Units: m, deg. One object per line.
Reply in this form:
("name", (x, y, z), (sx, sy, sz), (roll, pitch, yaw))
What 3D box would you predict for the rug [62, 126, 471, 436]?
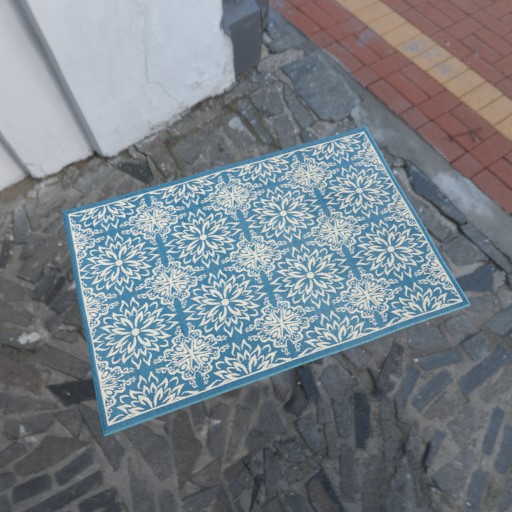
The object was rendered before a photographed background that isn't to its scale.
("rug", (0.000, 0.000, 3.494), (2.769, 0.018, 1.830), (-17, 66, -8))
